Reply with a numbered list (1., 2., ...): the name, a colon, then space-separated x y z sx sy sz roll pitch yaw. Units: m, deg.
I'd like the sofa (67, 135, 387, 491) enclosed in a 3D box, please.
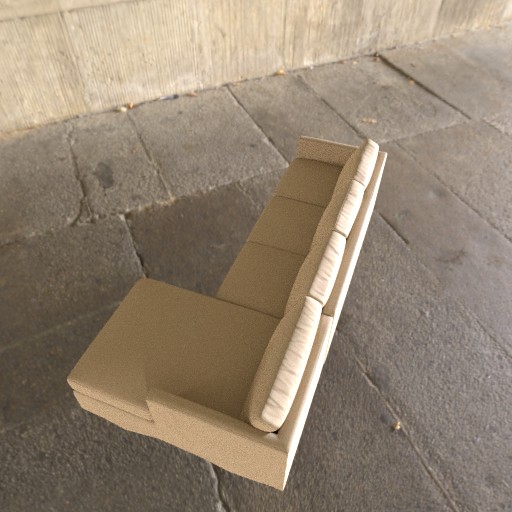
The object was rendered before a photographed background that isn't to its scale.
1. sofa: 0.000 0.000 3.843 1.622 0.871 3.206 16 49 14
